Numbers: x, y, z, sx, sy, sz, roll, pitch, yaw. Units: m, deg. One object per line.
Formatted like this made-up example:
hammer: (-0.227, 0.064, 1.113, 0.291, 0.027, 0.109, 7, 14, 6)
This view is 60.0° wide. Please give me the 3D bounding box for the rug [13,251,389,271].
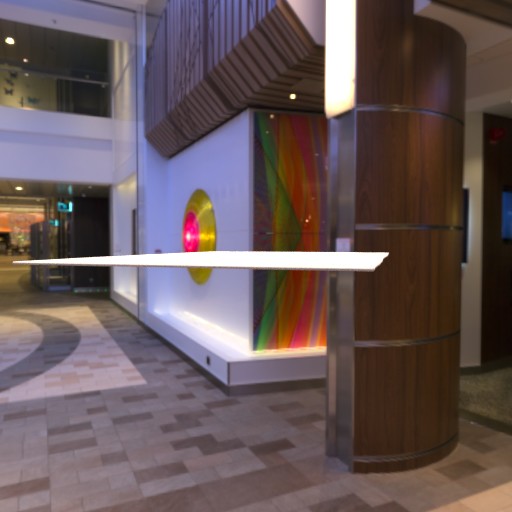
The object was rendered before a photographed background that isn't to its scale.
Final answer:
rug: (0.000, 0.000, 3.040, 1.706, 0.026, 2.438, 1, 2, 18)
